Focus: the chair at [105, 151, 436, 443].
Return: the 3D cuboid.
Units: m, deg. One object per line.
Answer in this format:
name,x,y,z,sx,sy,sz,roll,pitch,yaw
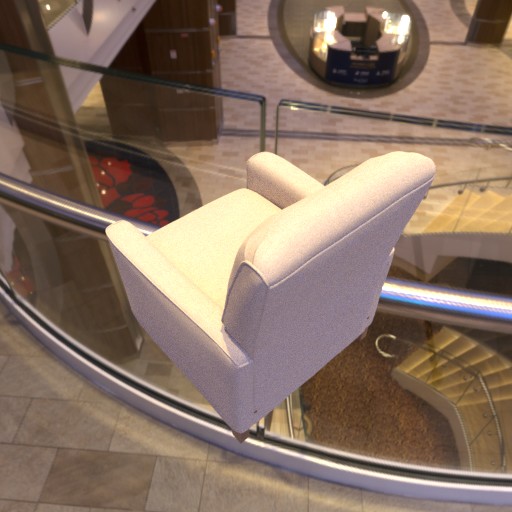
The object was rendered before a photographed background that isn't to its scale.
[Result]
chair,0.000,0.000,1.679,0.841,1.023,0.858,-32,53,-28
